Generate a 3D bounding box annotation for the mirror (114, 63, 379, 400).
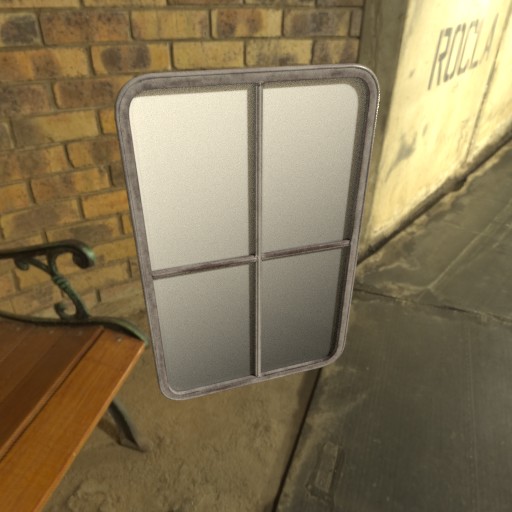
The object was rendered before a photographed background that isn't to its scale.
[{"bbox_3d":[0.000,0.000,0.900,0.461,0.713,0.024,-9,33,-15],"label":"mirror"}]
